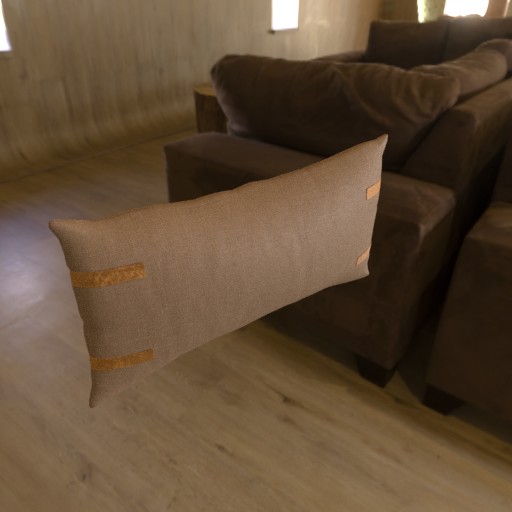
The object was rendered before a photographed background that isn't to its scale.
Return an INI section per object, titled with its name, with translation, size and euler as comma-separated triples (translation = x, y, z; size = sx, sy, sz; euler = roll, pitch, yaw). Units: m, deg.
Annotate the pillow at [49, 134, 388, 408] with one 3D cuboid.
[pillow]
translation = 0.000, 0.000, 0.735
size = 0.612, 0.308, 0.148
euler = -21, 36, -31
